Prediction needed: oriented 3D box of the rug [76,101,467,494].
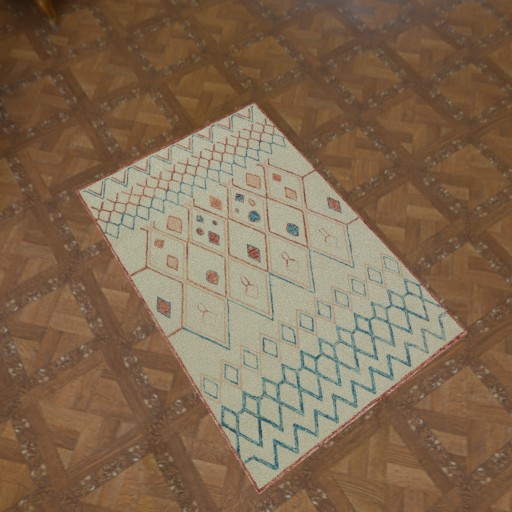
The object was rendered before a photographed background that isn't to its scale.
[{"bbox_3d":[0.000,0.000,2.318,1.219,0.016,1.829,-31,67,-15],"label":"rug"}]
